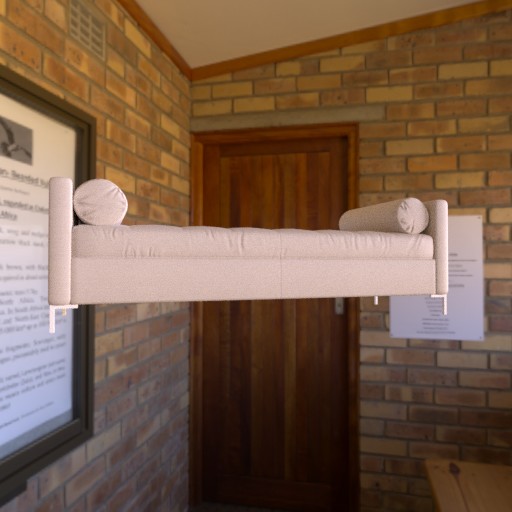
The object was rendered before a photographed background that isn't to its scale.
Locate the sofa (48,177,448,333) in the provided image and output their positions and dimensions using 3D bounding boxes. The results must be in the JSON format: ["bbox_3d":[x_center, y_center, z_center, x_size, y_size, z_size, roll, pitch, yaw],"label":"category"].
[{"bbox_3d":[0.000,0.000,2.396,1.981,0.635,0.686,0,-1,-19],"label":"sofa"}]
